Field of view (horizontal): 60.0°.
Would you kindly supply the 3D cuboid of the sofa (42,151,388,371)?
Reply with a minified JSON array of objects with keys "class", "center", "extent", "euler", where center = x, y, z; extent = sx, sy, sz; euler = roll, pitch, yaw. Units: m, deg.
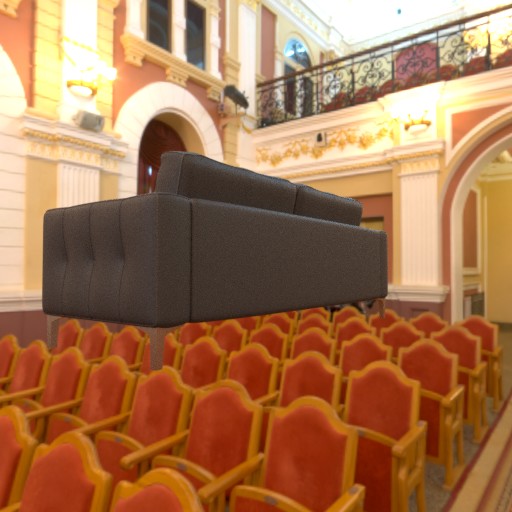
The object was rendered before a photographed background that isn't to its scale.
[{"class":"sofa","center":[0.000,0.000,2.714],"extent":[0.833,0.893,2.275],"euler":[-1,-2,37]}]
